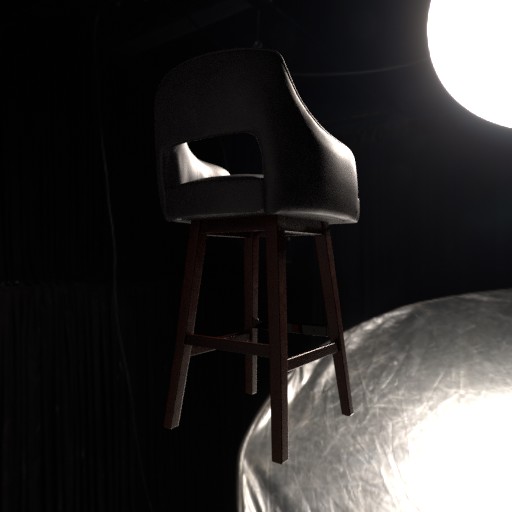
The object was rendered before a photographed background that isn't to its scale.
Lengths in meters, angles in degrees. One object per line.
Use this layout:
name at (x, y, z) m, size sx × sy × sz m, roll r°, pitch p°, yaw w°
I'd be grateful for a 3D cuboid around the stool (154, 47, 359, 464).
stool at (0.000, 0.000, 1.372) m, size 0.550 × 1.041 × 0.560 m, roll 0°, pitch 0°, yaw 36°
